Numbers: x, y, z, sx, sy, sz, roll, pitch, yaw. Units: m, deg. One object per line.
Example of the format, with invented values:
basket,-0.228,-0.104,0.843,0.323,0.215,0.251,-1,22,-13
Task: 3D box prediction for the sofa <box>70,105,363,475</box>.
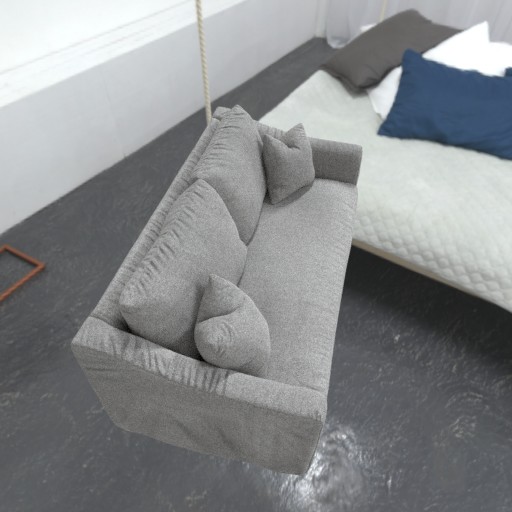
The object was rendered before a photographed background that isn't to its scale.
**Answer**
sofa,0.000,0.000,2.587,1.072,1.018,2.010,10,47,9
